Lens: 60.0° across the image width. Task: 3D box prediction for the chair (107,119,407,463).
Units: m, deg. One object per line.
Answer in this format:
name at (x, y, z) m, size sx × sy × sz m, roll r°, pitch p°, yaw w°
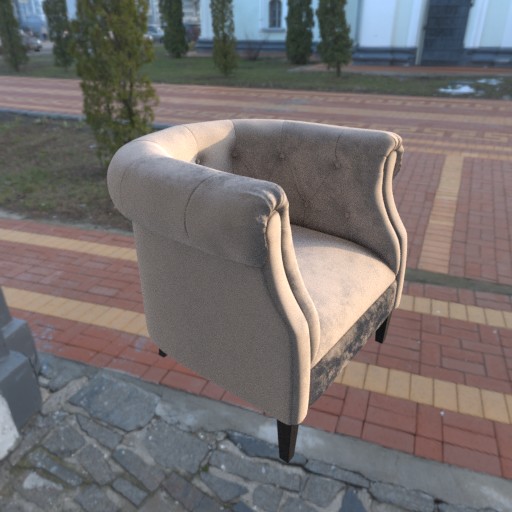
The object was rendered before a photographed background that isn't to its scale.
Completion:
chair at (0.000, 0.000, 1.568) m, size 0.851 × 0.826 × 0.904 m, roll 19°, pitch 33°, yaw 32°
